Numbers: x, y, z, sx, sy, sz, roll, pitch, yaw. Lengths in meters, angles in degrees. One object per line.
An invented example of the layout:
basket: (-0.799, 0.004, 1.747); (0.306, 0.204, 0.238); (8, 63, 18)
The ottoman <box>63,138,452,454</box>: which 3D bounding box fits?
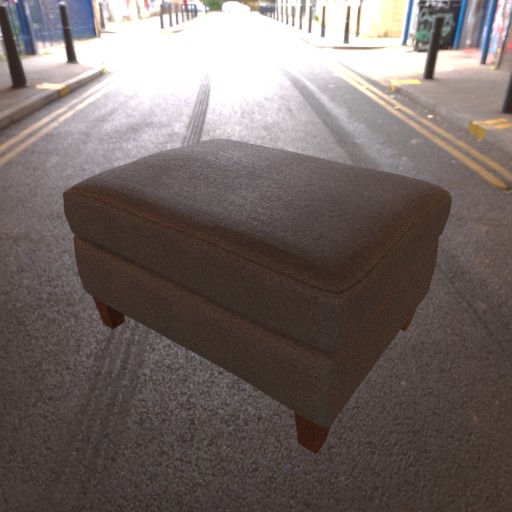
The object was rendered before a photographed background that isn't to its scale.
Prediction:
ottoman: (0.000, 0.000, 1.223); (0.826, 0.496, 0.639); (21, 36, 31)
